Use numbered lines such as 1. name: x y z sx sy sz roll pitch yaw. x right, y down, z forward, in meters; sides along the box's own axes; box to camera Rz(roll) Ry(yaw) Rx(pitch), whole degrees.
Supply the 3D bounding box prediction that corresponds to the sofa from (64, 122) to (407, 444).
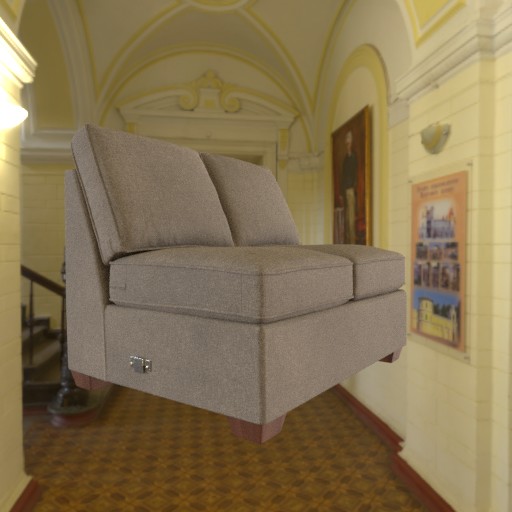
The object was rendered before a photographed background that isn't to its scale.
1. sofa: 0.000 0.000 1.927 0.951 1.008 1.237 1 2 36
